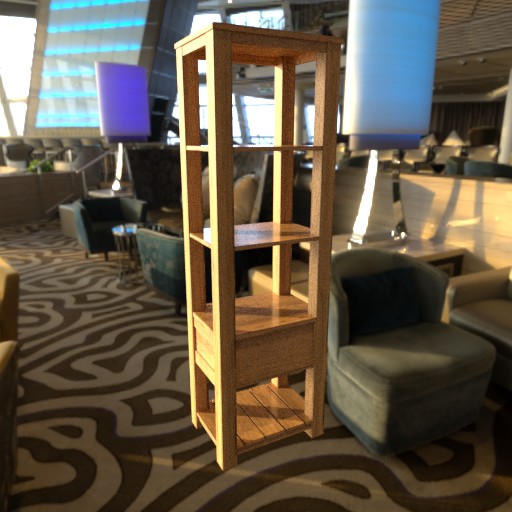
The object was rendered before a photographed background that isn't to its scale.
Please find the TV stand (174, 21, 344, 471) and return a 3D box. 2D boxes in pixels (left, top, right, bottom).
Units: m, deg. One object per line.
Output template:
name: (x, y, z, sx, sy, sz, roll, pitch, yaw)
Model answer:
TV stand: (0.000, 0.000, 2.055, 0.565, 1.828, 0.435, -8, 17, -27)
